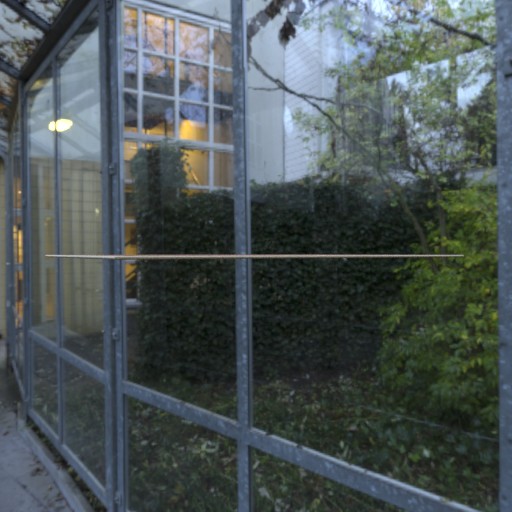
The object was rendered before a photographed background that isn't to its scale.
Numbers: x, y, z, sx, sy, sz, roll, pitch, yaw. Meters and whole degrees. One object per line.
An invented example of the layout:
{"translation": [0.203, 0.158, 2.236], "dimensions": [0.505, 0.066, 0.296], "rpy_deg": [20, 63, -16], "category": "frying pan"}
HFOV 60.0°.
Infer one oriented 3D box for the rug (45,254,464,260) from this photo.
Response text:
{"translation": [0.000, 0.000, 2.903], "dimensions": [2.294, 0.014, 1.528], "rpy_deg": [0, 0, -34], "category": "rug"}
